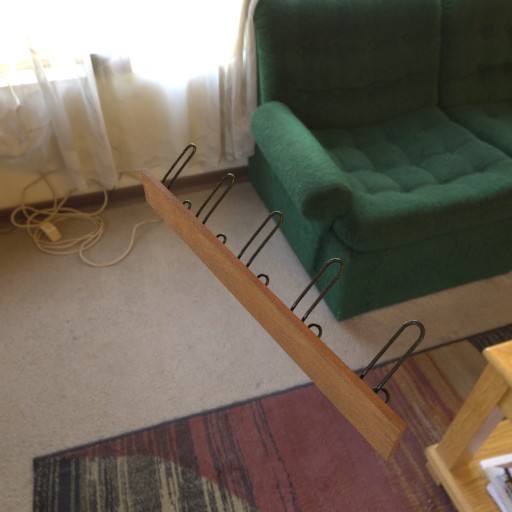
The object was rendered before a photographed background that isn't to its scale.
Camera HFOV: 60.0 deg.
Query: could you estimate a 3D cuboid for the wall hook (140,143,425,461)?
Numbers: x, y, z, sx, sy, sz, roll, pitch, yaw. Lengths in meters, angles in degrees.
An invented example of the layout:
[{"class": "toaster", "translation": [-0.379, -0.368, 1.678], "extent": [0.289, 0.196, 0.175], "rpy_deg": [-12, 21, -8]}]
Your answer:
[{"class": "wall hook", "translation": [0.000, 0.000, 0.592], "extent": [0.076, 0.116, 0.554], "rpy_deg": [-26, 48, -26]}]
